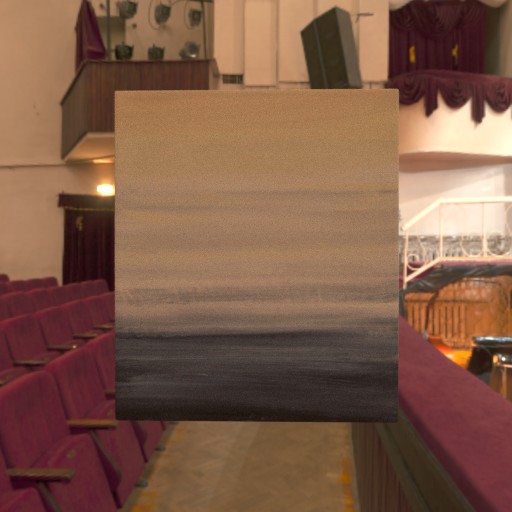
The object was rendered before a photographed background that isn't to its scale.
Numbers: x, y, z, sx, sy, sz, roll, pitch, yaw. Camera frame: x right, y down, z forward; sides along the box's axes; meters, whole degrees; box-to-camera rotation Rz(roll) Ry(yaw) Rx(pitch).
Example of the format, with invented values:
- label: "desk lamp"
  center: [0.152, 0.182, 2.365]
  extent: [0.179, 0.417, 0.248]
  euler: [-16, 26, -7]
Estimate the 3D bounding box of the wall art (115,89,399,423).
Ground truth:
- label: "wall art"
  center: [0.000, 0.000, 0.967]
  extent: [0.608, 0.710, 0.041]
  euler: [0, 0, 1]
